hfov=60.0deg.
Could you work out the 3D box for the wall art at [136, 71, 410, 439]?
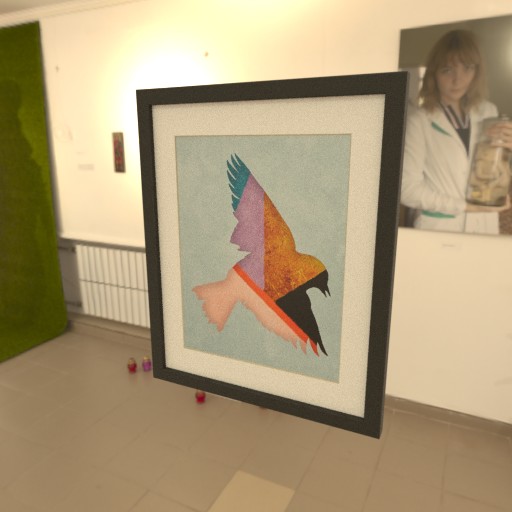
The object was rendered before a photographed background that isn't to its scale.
[{"bbox_3d":[0.000,0.000,0.758,0.457,0.558,0.028,7,15,25],"label":"wall art"}]
